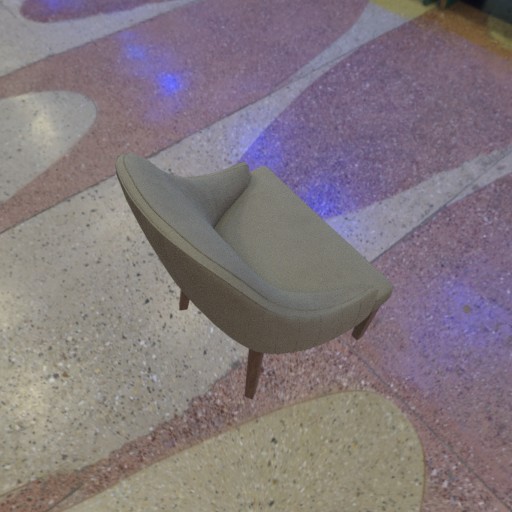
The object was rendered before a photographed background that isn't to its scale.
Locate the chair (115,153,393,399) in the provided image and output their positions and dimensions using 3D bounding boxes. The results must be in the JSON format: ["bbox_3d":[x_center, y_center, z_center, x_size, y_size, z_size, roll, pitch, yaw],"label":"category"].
[{"bbox_3d":[0.000,0.000,1.312,0.575,0.889,0.643,-33,64,-19],"label":"chair"}]
